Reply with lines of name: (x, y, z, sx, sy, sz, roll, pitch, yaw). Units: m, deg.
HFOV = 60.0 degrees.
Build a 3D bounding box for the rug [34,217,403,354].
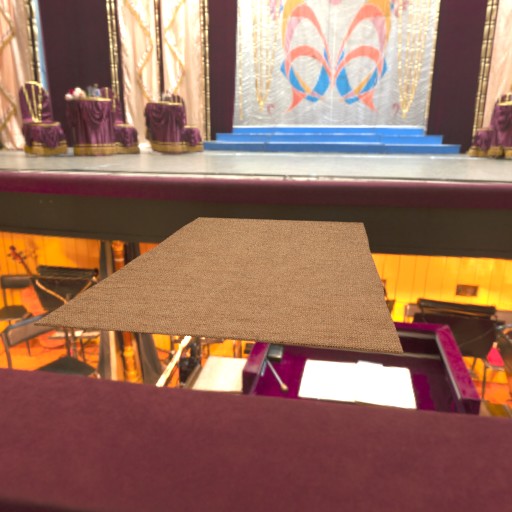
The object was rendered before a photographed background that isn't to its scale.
rug: (0.000, 0.000, 2.930, 1.533, 0.011, 2.439, 3, 16, 9)
